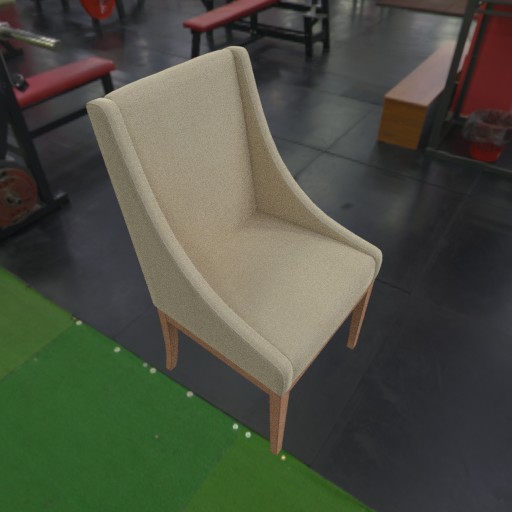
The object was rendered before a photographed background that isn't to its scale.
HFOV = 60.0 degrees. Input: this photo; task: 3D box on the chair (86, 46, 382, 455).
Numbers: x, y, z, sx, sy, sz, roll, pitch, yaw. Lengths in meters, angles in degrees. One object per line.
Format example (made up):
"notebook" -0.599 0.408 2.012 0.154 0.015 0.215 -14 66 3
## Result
"chair" 0.000 0.000 1.376 0.611 1.021 0.575 27 48 27
